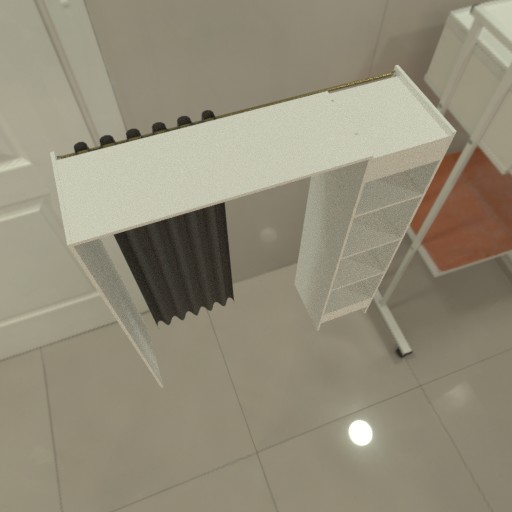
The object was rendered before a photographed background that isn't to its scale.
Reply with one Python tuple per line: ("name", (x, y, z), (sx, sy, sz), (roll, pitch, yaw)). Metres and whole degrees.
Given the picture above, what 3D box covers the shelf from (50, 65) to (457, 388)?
("shelf", (0.000, 0.000, 2.586), (1.600, 1.810, 0.500), (-18, 60, -11))
